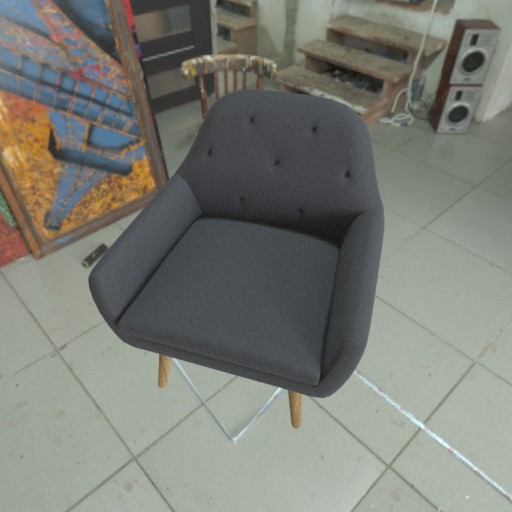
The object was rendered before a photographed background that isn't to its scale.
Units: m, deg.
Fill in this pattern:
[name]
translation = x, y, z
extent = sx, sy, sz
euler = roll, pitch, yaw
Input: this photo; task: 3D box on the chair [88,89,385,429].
[chair]
translation = 0.000, 0.000, 1.452
extent = 0.770, 0.800, 0.779
euler = 12, 44, 13
